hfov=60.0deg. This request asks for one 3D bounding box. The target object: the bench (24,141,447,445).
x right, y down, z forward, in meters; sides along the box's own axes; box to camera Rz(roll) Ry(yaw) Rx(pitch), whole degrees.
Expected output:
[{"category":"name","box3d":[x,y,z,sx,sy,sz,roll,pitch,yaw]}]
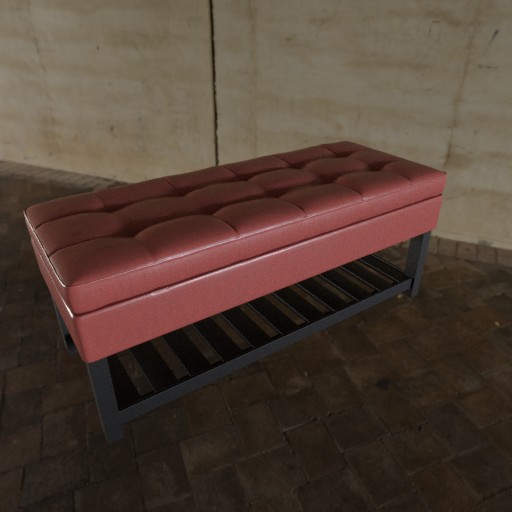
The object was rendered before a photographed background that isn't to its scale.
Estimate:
[{"category":"bench","box3d":[0.000,0.000,1.302,1.105,0.460,0.432,-18,35,-29]}]
